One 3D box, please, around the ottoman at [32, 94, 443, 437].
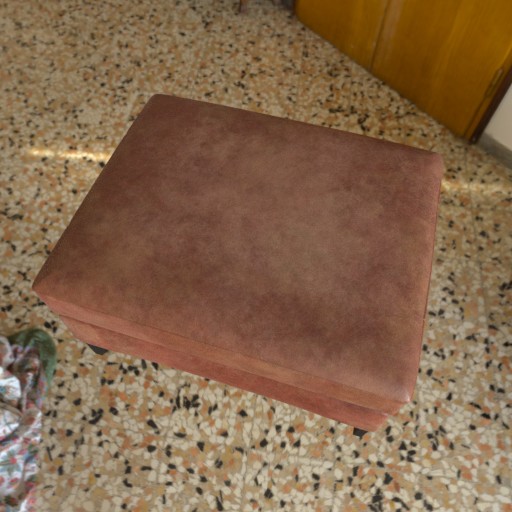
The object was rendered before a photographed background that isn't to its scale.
[{"bbox_3d":[0.000,0.000,1.731,1.186,0.667,0.965,15,60,9],"label":"ottoman"}]
